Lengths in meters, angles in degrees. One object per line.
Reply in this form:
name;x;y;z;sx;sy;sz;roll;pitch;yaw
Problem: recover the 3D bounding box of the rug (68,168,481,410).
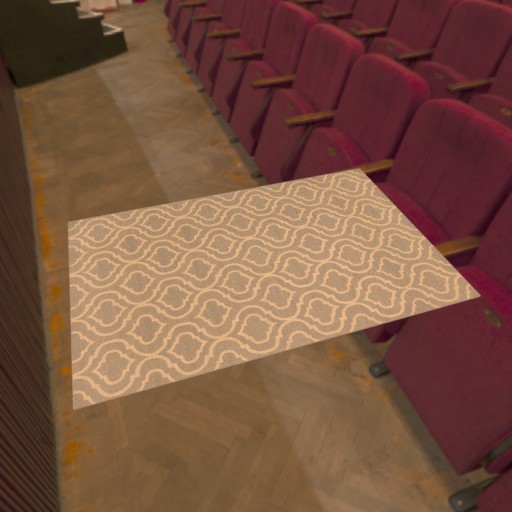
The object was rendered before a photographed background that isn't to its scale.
rug;0.000;0.000;2.182;1.749;0.015;1.141;-13;43;-14
